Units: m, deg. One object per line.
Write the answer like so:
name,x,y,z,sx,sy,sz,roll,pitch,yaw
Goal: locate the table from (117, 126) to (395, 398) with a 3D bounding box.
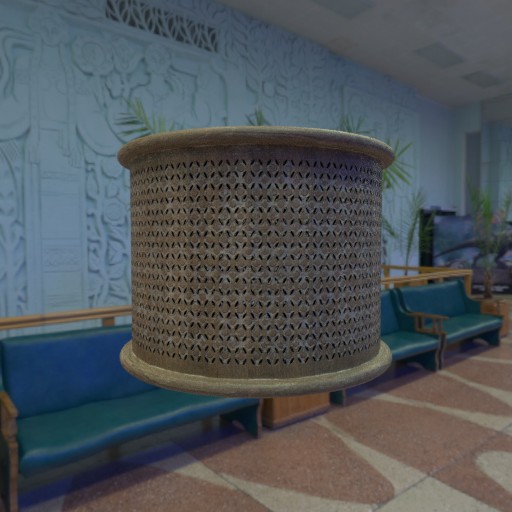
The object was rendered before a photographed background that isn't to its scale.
table,0.000,0.000,1.024,0.607,0.450,0.607,0,2,0
